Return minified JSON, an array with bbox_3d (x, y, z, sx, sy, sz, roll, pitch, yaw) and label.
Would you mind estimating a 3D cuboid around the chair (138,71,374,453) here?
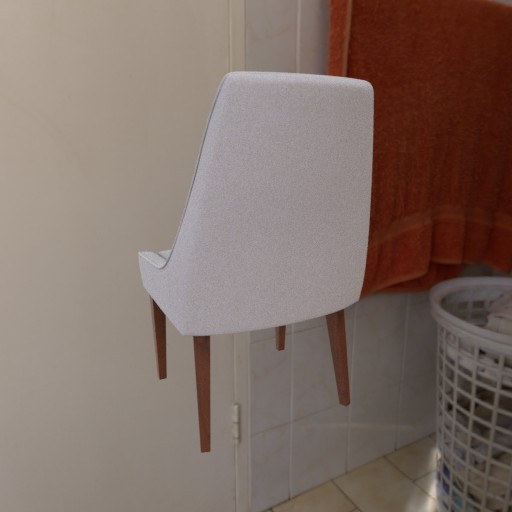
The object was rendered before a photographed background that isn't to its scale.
[{"bbox_3d":[0.000,0.000,1.204,0.529,0.861,0.544,-7,17,-26],"label":"chair"}]
